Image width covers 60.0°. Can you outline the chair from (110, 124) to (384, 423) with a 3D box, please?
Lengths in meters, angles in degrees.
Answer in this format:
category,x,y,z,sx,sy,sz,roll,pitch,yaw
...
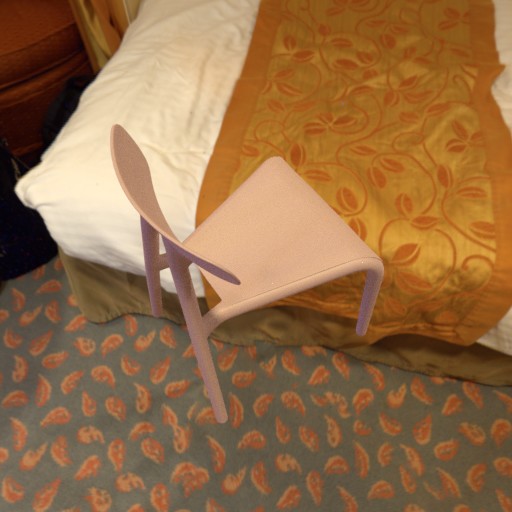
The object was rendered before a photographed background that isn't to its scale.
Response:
category,x,y,z,sx,sy,sz,roll,pitch,yaw
chair,0.000,0.000,0.826,0.401,0.580,0.356,-30,63,-17
